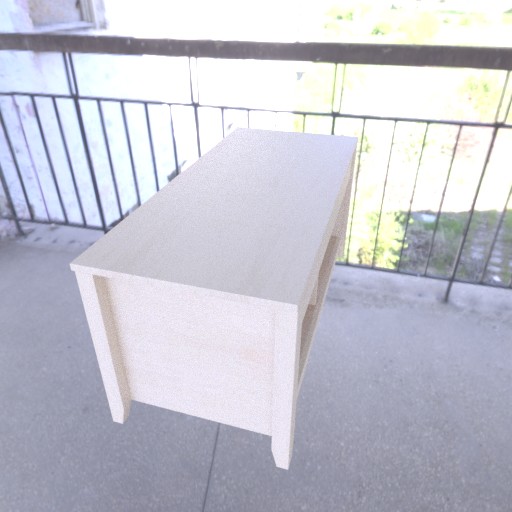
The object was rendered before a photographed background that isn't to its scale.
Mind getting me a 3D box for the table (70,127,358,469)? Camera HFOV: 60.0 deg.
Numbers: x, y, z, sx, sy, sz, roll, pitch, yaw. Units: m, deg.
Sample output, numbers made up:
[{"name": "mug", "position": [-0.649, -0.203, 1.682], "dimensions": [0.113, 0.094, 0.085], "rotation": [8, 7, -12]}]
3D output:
[{"name": "table", "position": [0.000, 0.000, 1.353], "dimensions": [0.457, 0.483, 1.016], "rotation": [9, 33, 14]}]
